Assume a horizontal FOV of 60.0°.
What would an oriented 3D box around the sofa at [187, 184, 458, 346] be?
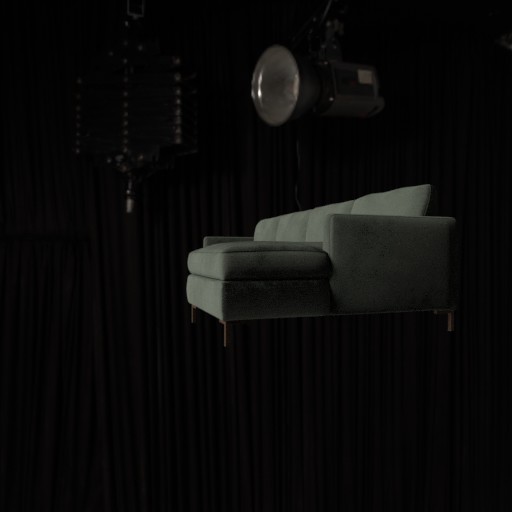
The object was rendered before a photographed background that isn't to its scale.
[{"bbox_3d":[0.000,0.000,3.292,1.255,0.756,2.725,0,0,-19],"label":"sofa"}]
